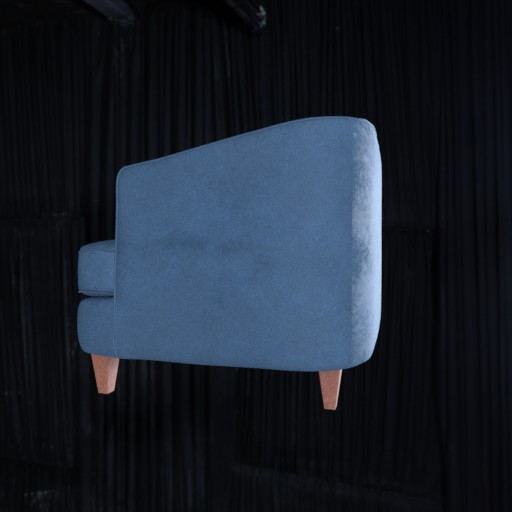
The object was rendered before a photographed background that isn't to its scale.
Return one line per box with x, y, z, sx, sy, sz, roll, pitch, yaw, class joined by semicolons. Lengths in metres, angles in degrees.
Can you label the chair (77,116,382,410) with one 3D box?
0.000;0.000;1.751;0.940;0.852;1.094;1;2;18;chair
